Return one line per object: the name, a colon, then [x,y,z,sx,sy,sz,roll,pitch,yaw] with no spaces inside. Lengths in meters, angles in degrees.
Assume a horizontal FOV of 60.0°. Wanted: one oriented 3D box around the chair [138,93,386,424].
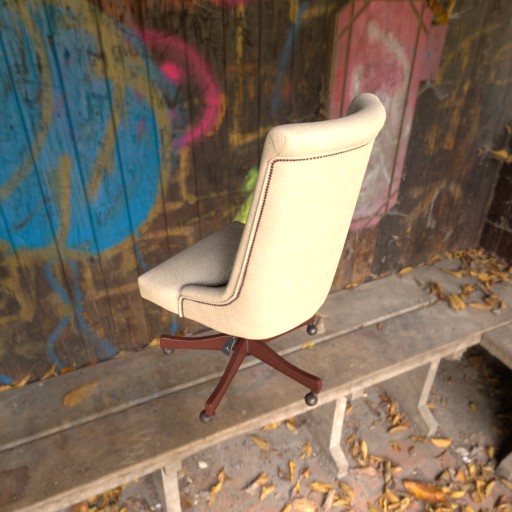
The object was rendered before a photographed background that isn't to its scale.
chair: [0.000,0.000,1.449,0.696,1.010,0.645,21,37,31]
